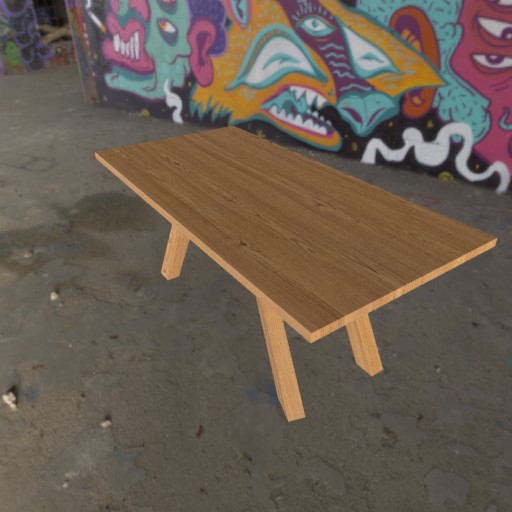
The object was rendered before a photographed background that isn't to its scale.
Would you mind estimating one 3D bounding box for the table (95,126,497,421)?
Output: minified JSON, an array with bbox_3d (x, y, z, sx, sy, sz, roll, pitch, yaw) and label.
[{"bbox_3d":[0.000,0.000,2.224,0.901,0.750,1.797,-20,37,-29],"label":"table"}]
